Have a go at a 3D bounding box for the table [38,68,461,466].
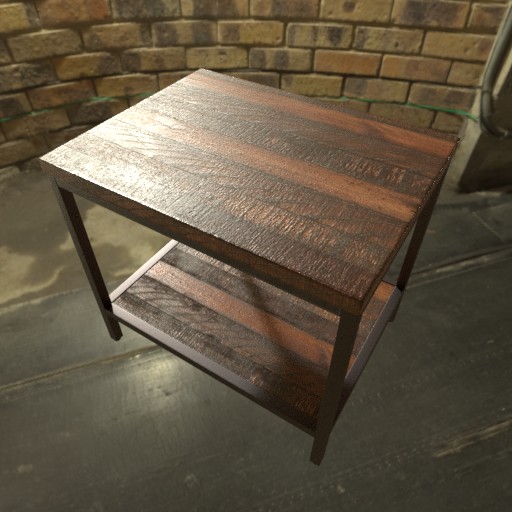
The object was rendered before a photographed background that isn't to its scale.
[{"bbox_3d":[0.000,0.000,1.107,0.678,0.612,0.524,24,49,22],"label":"table"}]
